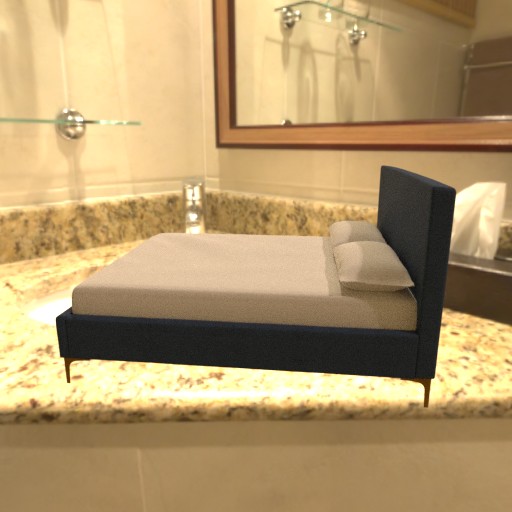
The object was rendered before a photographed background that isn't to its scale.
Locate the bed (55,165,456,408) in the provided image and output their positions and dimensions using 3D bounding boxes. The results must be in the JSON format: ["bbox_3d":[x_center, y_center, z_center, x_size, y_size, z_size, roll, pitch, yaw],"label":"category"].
[{"bbox_3d":[0.000,0.000,3.235,2.172,1.231,1.723,2,15,7],"label":"bed"}]
